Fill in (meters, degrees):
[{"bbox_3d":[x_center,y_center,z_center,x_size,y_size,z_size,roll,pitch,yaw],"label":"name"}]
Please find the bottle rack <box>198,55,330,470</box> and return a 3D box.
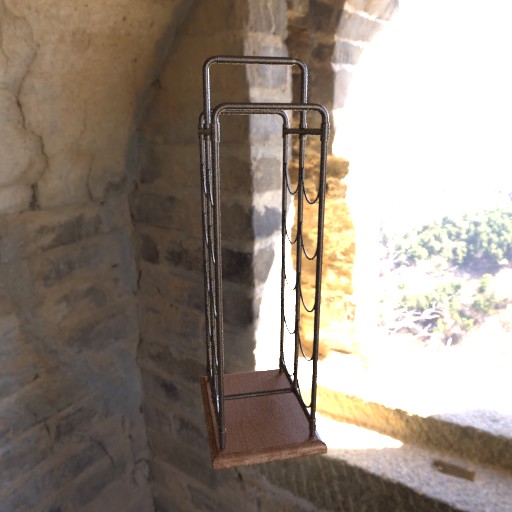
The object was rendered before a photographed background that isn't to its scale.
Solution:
[{"bbox_3d":[0.000,0.000,0.819,0.208,0.680,0.276,-3,17,-11],"label":"bottle rack"}]
